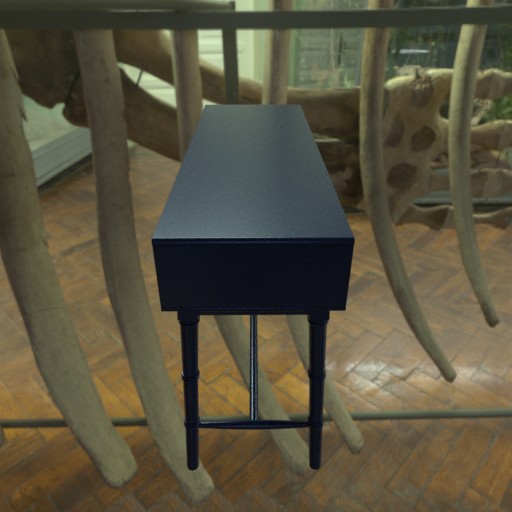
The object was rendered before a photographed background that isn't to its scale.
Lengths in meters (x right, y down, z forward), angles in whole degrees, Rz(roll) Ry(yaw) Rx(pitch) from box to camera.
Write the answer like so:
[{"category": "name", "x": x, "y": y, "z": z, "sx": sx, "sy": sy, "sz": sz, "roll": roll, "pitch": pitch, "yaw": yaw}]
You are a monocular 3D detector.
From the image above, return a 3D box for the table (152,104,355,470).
[{"category": "table", "x": 0.000, "y": 0.000, "z": 1.497, "sx": 0.399, "sy": 0.749, "sz": 1.118, "roll": 0, "pitch": 31, "yaw": 0}]
